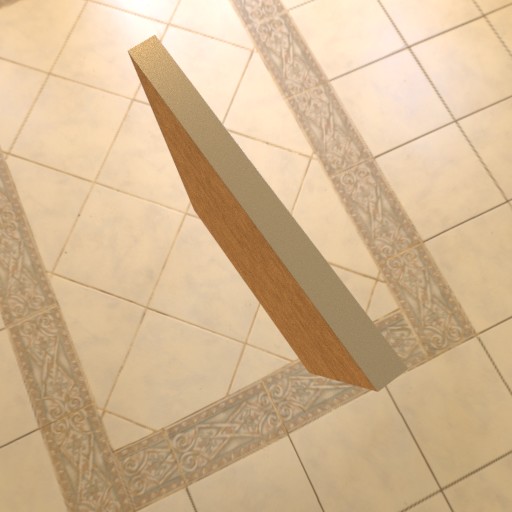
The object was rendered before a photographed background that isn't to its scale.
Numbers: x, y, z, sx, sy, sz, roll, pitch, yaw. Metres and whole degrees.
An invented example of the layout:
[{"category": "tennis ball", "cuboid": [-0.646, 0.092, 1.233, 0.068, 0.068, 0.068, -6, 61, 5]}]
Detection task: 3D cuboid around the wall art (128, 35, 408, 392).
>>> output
[{"category": "wall art", "cuboid": [0.000, 0.000, 0.732, 0.037, 0.554, 0.453, -34, 79, -7]}]
